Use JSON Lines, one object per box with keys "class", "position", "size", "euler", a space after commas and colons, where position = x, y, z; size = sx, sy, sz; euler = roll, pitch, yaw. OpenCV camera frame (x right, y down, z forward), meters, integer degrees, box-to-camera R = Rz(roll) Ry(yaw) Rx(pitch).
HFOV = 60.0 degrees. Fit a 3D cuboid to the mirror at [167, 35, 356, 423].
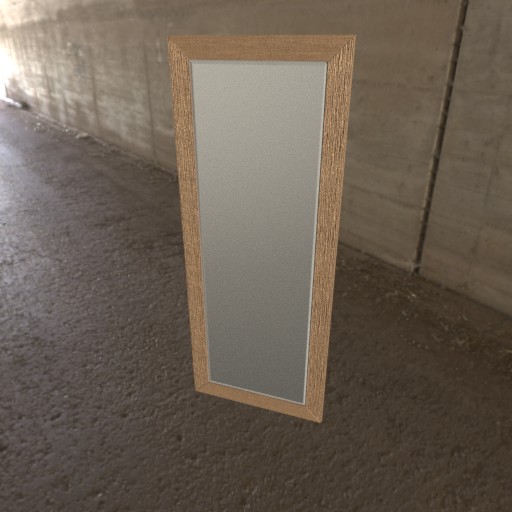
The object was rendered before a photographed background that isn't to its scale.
{"class": "mirror", "position": [0.000, 0.000, 2.277], "size": [0.812, 2.031, 0.026], "euler": [9, 27, 17]}
